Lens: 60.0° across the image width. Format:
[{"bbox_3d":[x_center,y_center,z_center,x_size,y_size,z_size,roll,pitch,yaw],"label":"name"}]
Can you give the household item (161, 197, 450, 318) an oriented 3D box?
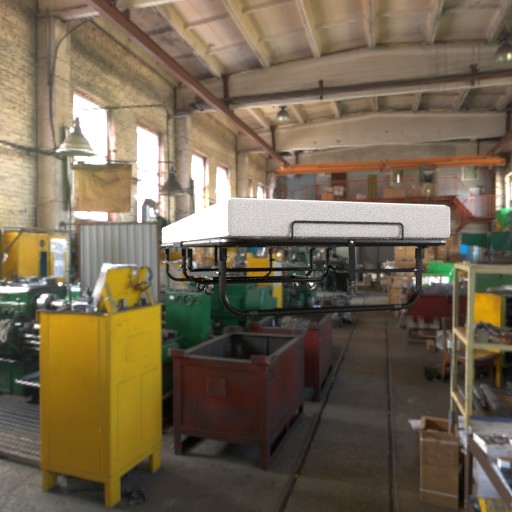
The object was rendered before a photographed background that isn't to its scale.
[{"bbox_3d":[0.000,0.000,2.209,0.787,0.356,1.905,0,1,-17],"label":"household item"}]
